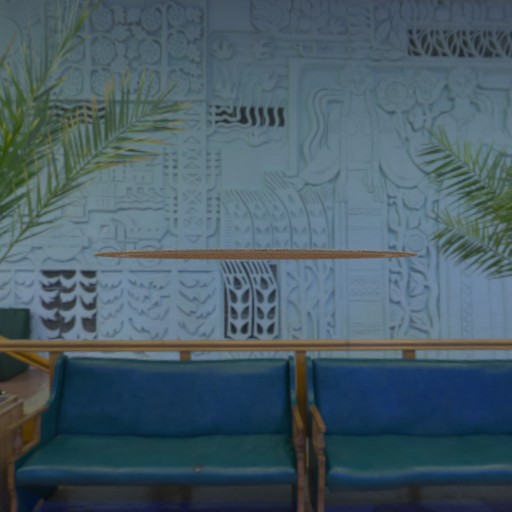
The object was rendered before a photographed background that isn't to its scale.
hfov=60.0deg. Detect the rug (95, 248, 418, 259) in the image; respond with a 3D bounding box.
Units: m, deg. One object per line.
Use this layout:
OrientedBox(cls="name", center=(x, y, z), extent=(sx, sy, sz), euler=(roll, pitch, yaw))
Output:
OrientedBox(cls="rug", center=(0.000, 0.000, 3.568), extent=(2.444, 0.015, 2.444), euler=(0, -2, 0))
